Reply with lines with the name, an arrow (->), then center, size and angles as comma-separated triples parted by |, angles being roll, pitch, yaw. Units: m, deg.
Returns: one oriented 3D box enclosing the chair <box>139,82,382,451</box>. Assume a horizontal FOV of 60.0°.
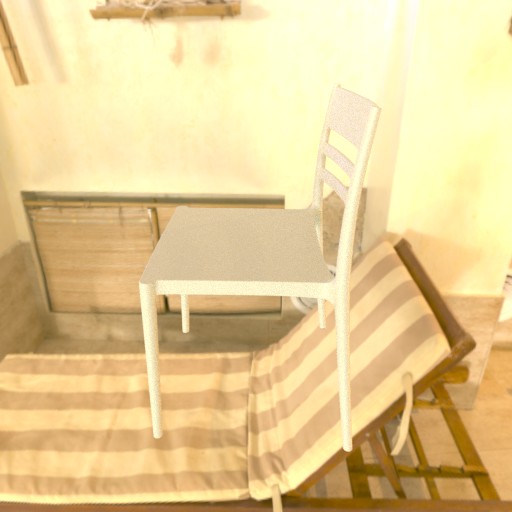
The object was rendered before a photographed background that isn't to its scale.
chair -> 0.000, 0.000, 1.144 | 0.511, 0.800, 0.531 | 0, 26, 1
